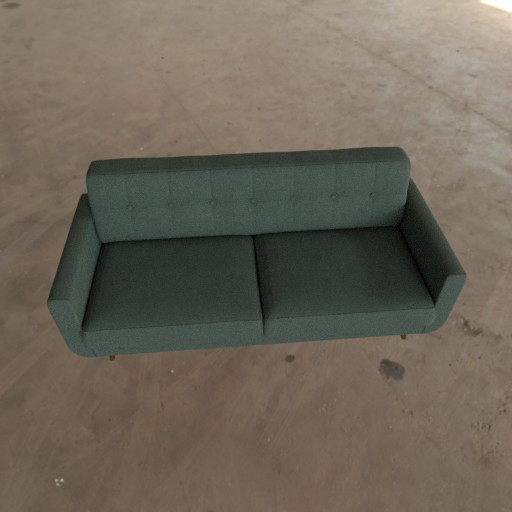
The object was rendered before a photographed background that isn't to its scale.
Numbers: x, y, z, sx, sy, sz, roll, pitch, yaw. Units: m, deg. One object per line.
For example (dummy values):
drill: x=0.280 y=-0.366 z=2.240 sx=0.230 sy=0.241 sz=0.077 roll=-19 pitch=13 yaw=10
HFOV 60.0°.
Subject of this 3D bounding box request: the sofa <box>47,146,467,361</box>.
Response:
sofa: x=0.000 y=0.000 z=2.501 sx=2.029 sy=0.841 sz=0.909 roll=-3 pitch=45 yaw=-3
